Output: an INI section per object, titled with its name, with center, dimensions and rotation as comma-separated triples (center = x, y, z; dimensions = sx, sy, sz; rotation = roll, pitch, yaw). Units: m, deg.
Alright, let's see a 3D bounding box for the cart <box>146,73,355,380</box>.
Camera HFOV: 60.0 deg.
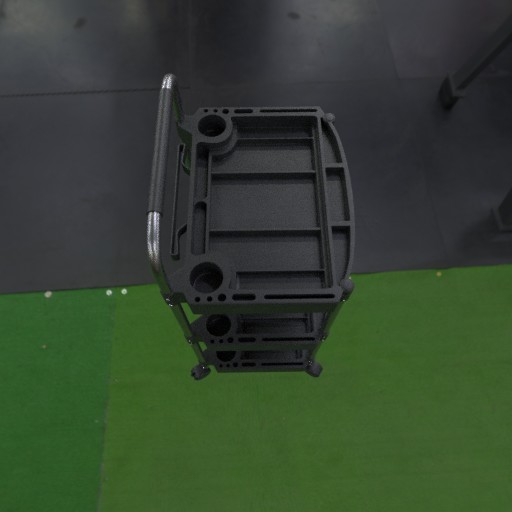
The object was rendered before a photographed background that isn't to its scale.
[cart]
center = 0.000, 0.000, 1.392
dimensions = 0.518, 1.075, 0.584
rotation = -1, 65, 0
